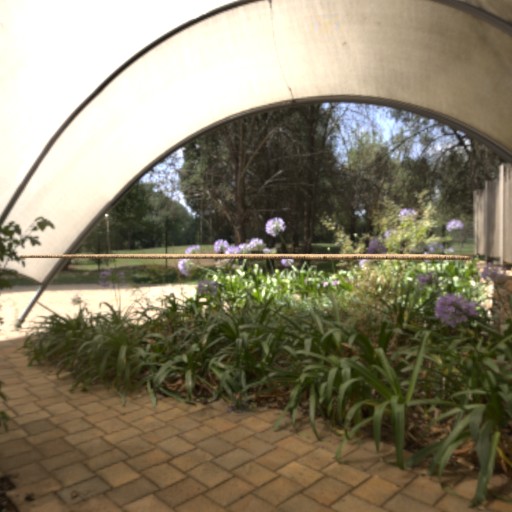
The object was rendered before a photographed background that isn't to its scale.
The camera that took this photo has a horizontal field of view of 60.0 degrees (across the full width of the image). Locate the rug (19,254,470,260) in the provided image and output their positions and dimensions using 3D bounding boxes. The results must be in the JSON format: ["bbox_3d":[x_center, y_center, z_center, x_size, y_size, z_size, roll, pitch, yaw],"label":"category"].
[{"bbox_3d":[0.000,0.000,2.311,1.846,0.014,1.243,0,1,16],"label":"rug"}]
